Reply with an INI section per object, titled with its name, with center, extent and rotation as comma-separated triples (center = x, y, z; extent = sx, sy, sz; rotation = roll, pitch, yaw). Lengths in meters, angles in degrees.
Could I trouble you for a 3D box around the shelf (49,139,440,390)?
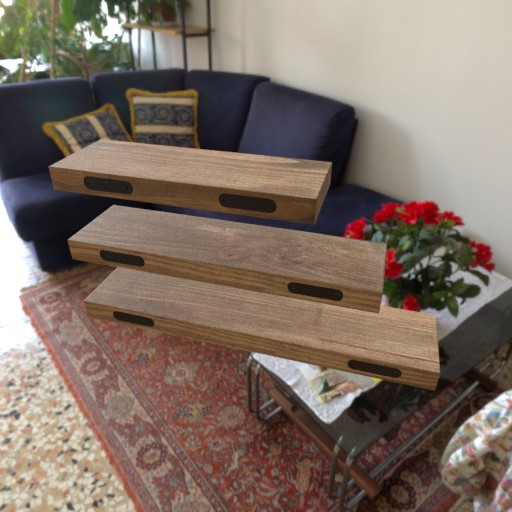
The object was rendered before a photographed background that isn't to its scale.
[shelf]
center = 0.000, 0.000, 0.727
extent = 0.610, 0.293, 0.140
rotation = 9, 33, 14
